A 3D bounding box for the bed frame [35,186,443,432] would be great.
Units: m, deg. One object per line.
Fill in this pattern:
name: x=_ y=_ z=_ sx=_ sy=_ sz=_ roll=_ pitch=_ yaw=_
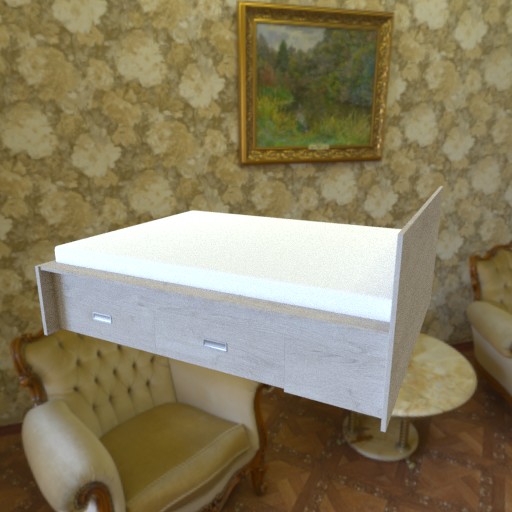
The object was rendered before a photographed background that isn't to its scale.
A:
bed frame: x=0.000 y=0.000 z=2.764 sx=1.960 sy=0.800 sz=1.622 roll=8 pitch=17 yaw=26
